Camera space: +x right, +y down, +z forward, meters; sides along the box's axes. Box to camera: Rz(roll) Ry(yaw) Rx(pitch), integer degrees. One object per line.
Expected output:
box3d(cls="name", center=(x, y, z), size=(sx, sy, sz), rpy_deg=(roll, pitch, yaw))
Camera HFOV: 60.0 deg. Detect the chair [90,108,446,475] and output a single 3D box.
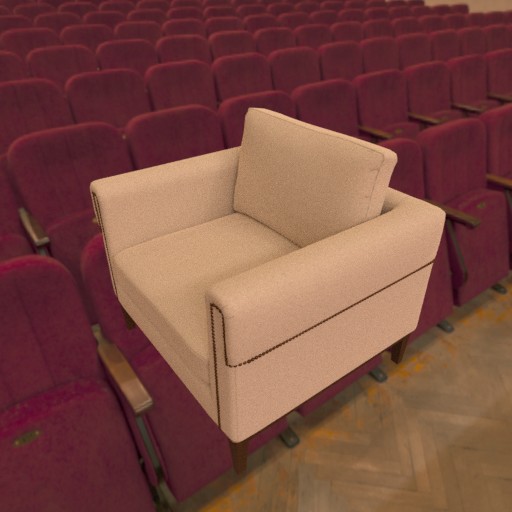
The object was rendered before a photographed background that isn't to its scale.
box3d(cls="chair", center=(0.000, 0.000, 1.698), size=(0.896, 0.915, 0.982), rpy_deg=(-22, 38, -31))
